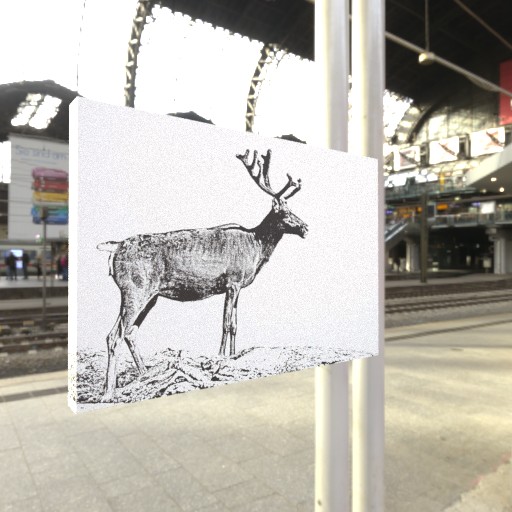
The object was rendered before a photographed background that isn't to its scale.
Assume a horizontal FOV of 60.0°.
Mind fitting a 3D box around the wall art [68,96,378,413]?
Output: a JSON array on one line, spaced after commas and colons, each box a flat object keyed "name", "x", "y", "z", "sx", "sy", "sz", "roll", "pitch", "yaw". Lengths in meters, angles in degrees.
[{"name": "wall art", "x": 0.000, "y": 0.000, "z": 0.773, "sx": 0.608, "sy": 0.414, "sz": 0.042, "roll": 0, "pitch": -1, "yaw": -36}]
